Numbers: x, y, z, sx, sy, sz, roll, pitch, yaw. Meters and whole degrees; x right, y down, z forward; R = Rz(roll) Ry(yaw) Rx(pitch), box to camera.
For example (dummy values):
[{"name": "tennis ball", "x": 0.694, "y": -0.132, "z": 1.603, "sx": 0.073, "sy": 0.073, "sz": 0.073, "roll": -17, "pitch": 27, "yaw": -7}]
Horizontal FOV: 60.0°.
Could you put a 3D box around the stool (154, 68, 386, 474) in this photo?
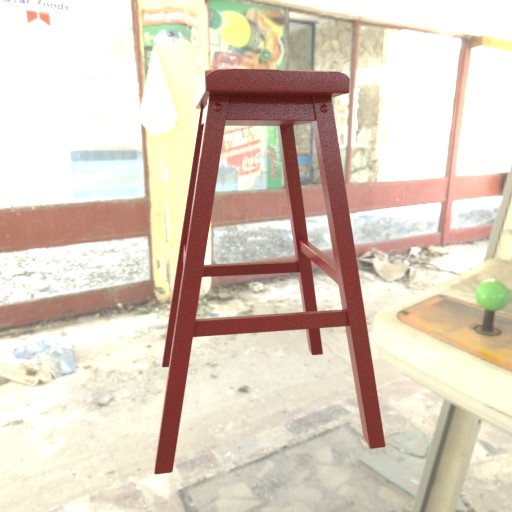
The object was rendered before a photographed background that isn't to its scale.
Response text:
[{"name": "stool", "x": 0.000, "y": 0.000, "z": 1.019, "sx": 0.476, "sy": 0.737, "sz": 0.457, "roll": -2, "pitch": 15, "yaw": -9}]
